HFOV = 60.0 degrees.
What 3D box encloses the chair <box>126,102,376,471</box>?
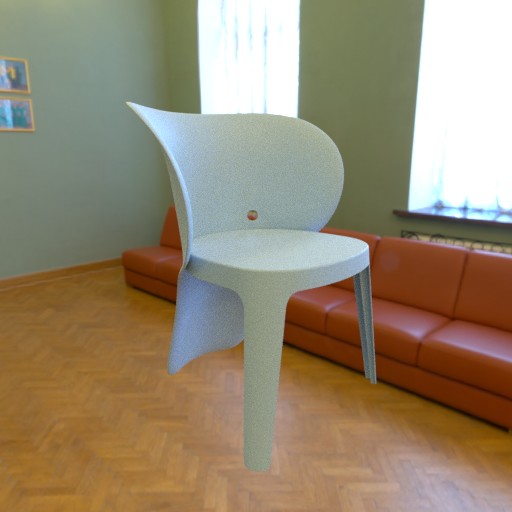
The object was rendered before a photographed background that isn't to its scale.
[{"bbox_3d":[0.000,0.000,0.850,0.402,0.554,0.451,12,18,41],"label":"chair"}]
